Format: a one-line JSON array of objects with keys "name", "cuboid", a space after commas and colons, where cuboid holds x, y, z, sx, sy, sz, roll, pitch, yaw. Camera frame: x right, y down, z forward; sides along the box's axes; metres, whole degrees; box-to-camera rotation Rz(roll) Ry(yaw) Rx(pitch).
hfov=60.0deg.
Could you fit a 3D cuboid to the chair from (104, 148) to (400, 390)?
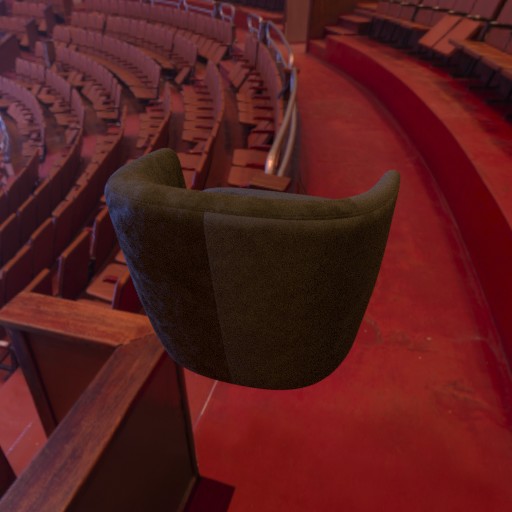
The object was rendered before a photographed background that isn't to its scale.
[{"name": "chair", "cuboid": [0.000, 0.000, 1.348, 0.773, 0.698, 0.767, 8, 33, 13]}]
